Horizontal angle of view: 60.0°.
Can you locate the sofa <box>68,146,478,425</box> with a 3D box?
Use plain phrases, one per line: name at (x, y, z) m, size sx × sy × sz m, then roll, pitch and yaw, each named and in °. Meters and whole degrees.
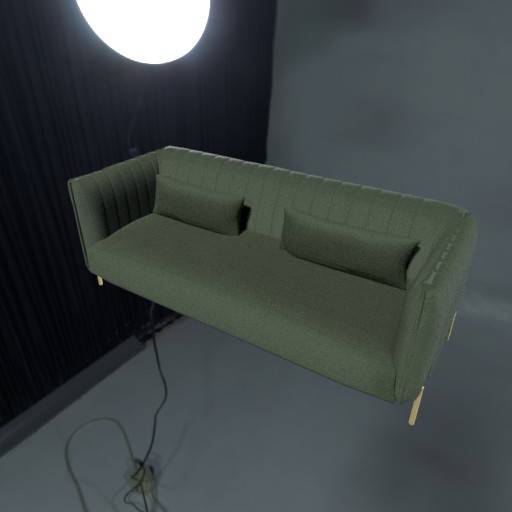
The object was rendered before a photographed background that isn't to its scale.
sofa at (0.000, 0.000, 2.537) m, size 2.137 × 0.793 × 0.896 m, roll 18°, pitch 35°, yaw 28°
